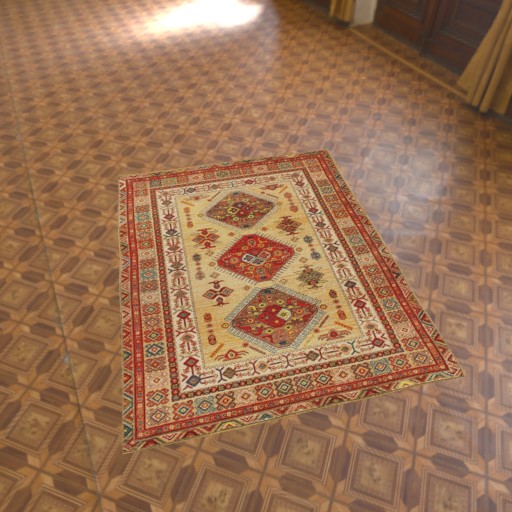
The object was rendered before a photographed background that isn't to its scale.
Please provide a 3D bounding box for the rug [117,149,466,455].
[{"bbox_3d":[0.000,0.000,4.068,2.460,0.005,3.067,-9,47,-9],"label":"rug"}]
